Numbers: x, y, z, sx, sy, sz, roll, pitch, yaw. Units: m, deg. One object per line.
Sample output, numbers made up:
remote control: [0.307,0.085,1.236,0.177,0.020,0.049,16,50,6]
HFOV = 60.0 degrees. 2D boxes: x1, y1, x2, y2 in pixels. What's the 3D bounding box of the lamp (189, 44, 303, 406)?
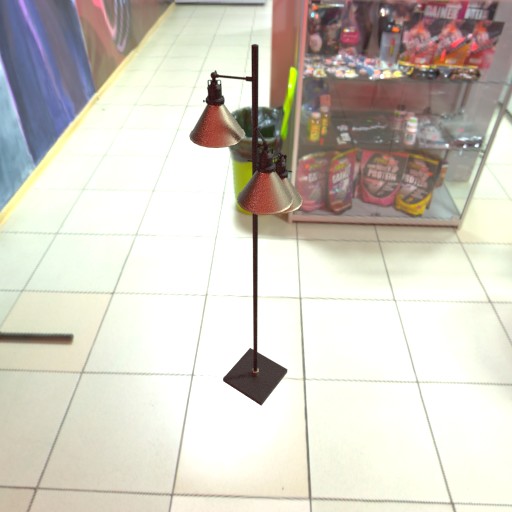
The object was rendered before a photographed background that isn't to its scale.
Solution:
lamp: [0.000,0.000,1.906,0.428,1.716,0.415,25,46,26]
